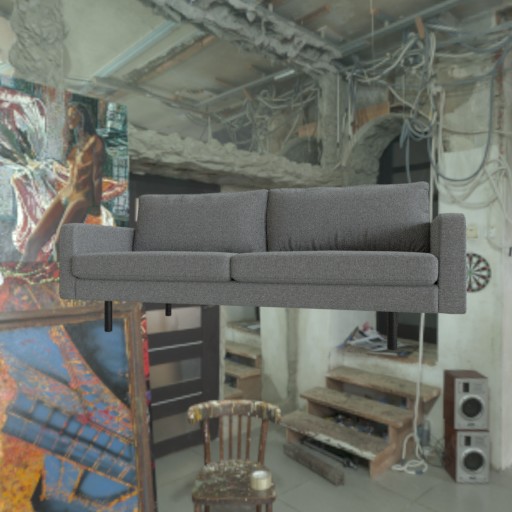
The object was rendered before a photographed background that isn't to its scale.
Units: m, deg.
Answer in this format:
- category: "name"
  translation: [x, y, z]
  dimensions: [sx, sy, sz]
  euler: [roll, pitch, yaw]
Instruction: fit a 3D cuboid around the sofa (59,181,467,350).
- category: "sofa"
  translation: [0.000, 0.000, 2.654]
  dimensions: [2.200, 0.880, 0.880]
  euler: [0, 0, 18]
